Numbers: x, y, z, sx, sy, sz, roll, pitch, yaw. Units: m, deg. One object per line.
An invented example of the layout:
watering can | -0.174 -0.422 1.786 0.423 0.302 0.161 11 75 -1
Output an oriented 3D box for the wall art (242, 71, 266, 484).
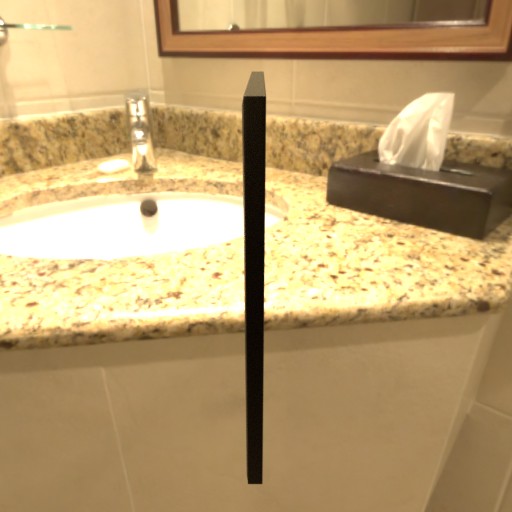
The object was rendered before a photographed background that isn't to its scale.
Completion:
wall art | 0.000 0.000 1.612 0.053 1.194 0.950 0 25 1
